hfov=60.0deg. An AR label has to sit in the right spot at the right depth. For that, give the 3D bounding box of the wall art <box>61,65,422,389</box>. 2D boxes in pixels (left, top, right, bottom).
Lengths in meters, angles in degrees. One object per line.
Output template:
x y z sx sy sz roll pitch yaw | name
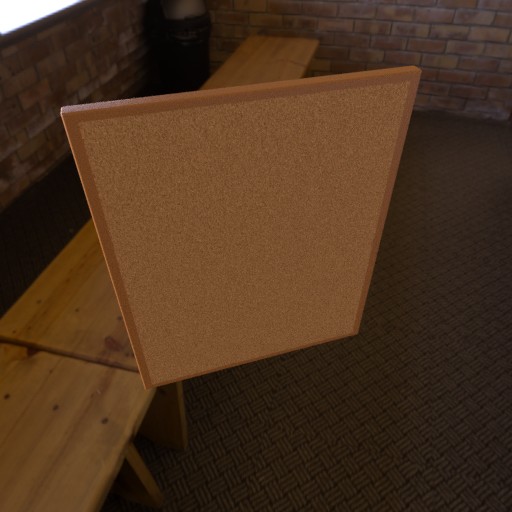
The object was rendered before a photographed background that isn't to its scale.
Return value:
0.000 0.000 0.496 0.310 0.379 0.015 -12 43 -13 | wall art
